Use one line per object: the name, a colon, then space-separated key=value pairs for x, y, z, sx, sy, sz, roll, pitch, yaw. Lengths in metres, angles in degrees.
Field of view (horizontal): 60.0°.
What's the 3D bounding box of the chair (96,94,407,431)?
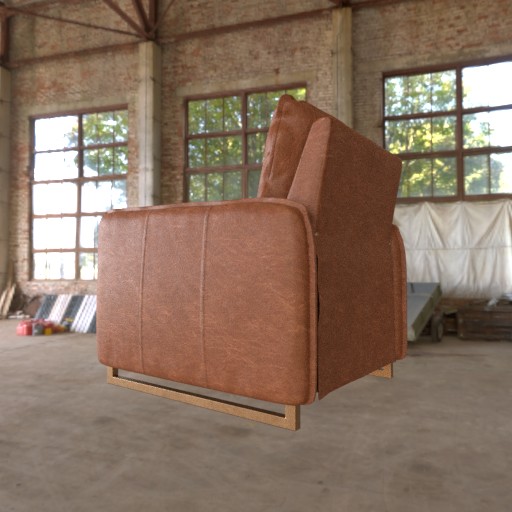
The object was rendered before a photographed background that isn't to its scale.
chair: x=0.000 y=0.000 z=1.655 sx=0.922 sy=0.922 sz=0.830 roll=-1 pitch=-2 yaw=37
